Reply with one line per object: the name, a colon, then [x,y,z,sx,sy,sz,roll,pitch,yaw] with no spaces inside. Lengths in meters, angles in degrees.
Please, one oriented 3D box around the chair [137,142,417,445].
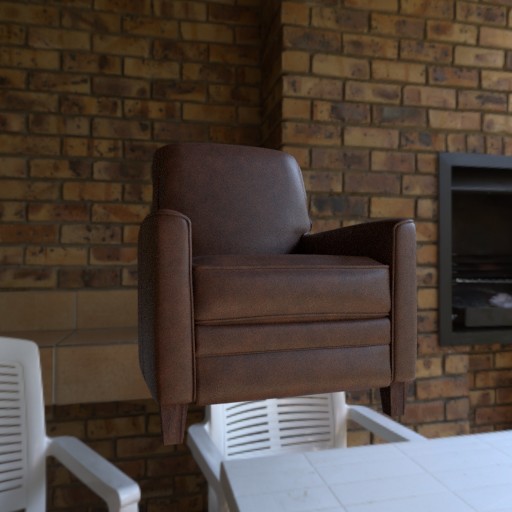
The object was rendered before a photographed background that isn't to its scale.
chair: [0.000,0.000,1.628,0.839,1.010,0.850,0,-1,-18]
